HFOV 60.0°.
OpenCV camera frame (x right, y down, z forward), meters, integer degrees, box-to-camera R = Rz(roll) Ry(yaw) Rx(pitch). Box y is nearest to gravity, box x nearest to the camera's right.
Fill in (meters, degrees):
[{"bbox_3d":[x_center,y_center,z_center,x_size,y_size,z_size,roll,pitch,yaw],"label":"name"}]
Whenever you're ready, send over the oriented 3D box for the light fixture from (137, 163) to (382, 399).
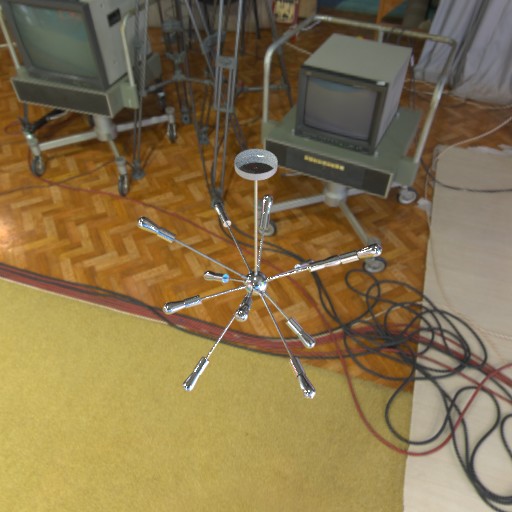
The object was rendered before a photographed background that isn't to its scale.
[{"bbox_3d":[0.000,0.000,1.094,0.509,0.558,0.684,-15,49,-14],"label":"light fixture"}]
